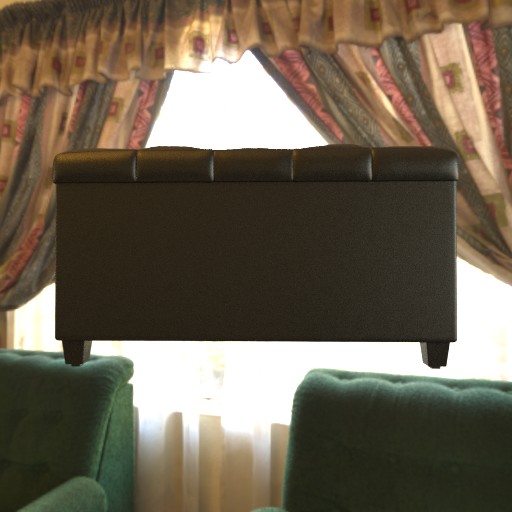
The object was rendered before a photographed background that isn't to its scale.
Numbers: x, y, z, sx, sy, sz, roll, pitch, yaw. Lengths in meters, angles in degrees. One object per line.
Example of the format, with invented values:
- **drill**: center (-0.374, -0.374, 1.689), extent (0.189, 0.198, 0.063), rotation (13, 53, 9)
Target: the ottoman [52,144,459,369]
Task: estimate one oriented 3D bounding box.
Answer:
- **ottoman**: center (0.000, 0.000, 1.102), extent (0.838, 0.470, 0.432), rotation (0, -1, 2)
